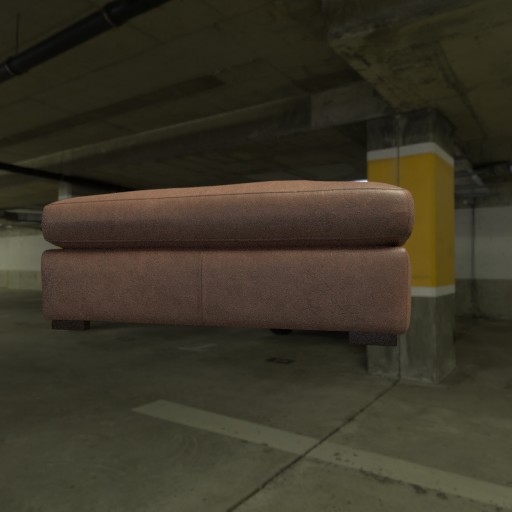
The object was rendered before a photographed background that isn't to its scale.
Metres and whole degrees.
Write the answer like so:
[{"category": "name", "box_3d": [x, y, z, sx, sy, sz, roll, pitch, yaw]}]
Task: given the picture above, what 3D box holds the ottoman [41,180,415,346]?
[{"category": "ottoman", "box_3d": [0.000, 0.000, 1.815, 1.168, 0.490, 1.168, 0, -1, 16]}]
